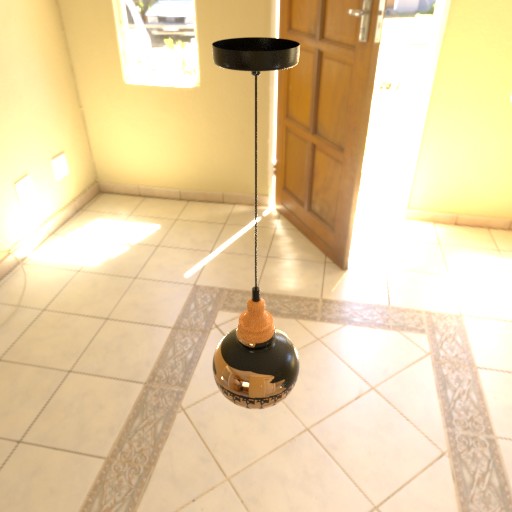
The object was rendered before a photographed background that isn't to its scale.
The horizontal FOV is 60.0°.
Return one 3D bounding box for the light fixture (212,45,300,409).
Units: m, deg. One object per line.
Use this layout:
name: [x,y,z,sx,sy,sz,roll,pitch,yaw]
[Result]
light fixture: [0.000,0.000,1.840,0.430,1.606,0.430,1,34,1]
